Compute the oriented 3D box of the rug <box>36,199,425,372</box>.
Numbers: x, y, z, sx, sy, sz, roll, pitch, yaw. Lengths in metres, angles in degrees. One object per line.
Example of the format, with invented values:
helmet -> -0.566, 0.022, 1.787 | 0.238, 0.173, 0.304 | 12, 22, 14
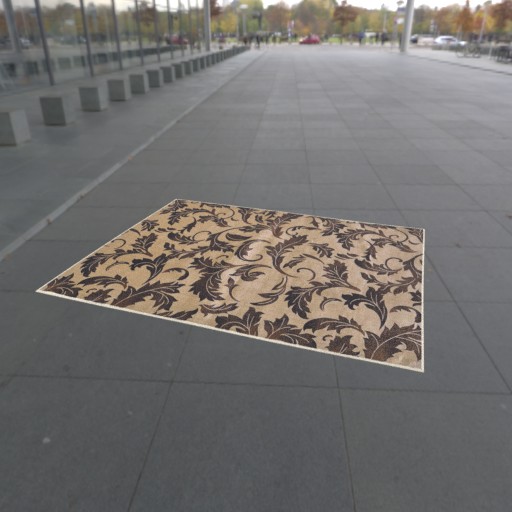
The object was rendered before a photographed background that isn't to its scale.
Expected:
rug -> 0.000, 0.000, 4.139 | 2.977, 0.008, 2.380 | 9, 28, 17
